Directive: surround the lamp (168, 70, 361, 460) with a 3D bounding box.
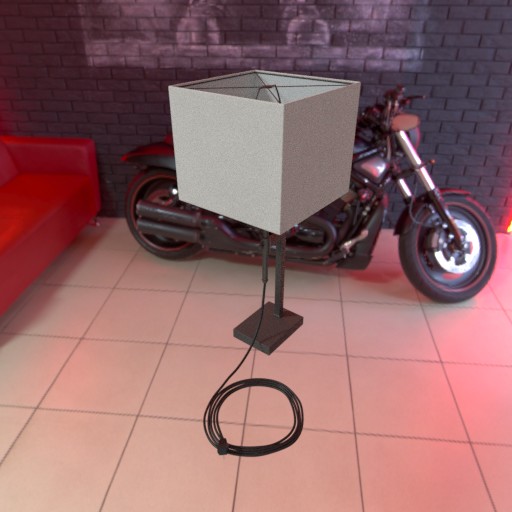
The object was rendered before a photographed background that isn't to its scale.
[{"bbox_3d":[0.000,0.000,0.956,0.399,0.660,0.504,22,37,32],"label":"lamp"}]
